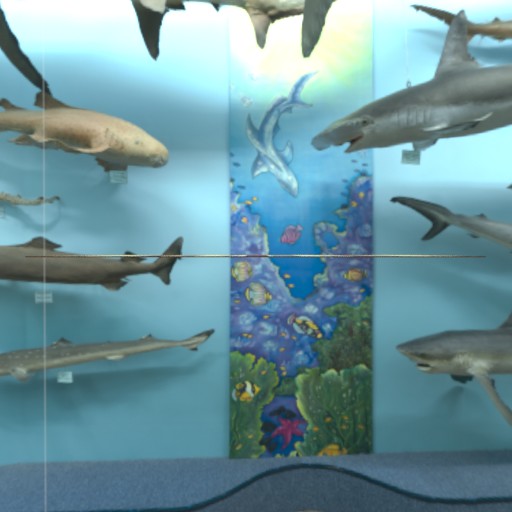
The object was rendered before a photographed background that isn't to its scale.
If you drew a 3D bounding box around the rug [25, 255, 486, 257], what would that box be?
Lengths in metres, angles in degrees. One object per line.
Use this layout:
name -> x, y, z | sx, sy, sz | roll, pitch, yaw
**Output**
rug -> 0.000, 0.000, 2.742 | 2.437, 0.006, 0.792 | 0, 1, 0
